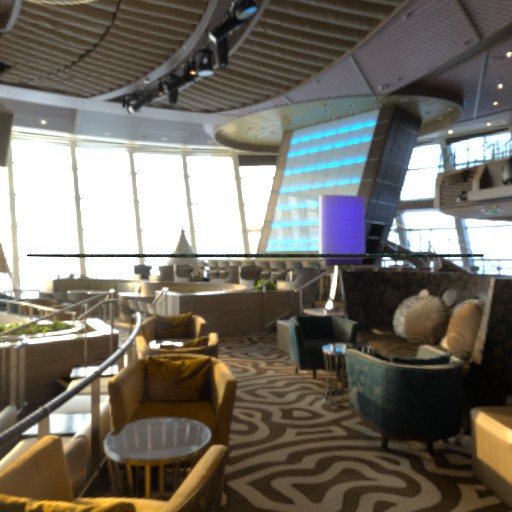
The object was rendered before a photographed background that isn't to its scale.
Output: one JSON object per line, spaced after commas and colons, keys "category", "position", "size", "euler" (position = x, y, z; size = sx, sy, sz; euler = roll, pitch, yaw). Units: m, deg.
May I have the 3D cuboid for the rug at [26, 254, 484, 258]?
{"category": "rug", "position": [0.000, 0.000, 2.545], "size": [2.286, 0.016, 0.676], "euler": [0, -1, -1]}
